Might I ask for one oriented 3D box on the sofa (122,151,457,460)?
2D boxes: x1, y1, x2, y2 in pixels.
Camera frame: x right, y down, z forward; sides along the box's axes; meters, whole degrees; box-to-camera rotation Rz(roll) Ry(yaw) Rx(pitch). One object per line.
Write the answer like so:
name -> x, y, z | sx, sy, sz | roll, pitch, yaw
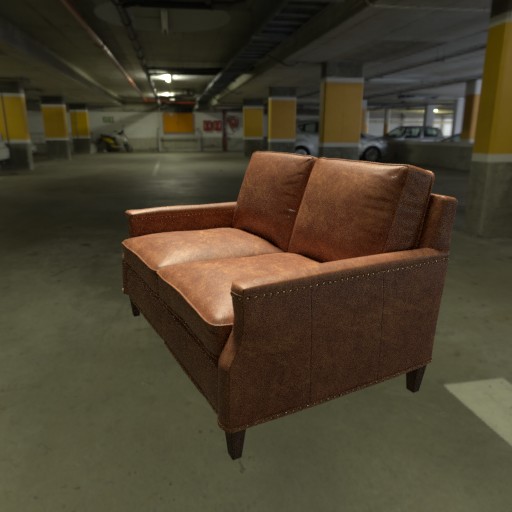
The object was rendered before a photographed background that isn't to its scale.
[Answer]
sofa -> 0.000, 0.000, 2.283 | 1.084, 1.003, 1.597 | -8, 18, -27
